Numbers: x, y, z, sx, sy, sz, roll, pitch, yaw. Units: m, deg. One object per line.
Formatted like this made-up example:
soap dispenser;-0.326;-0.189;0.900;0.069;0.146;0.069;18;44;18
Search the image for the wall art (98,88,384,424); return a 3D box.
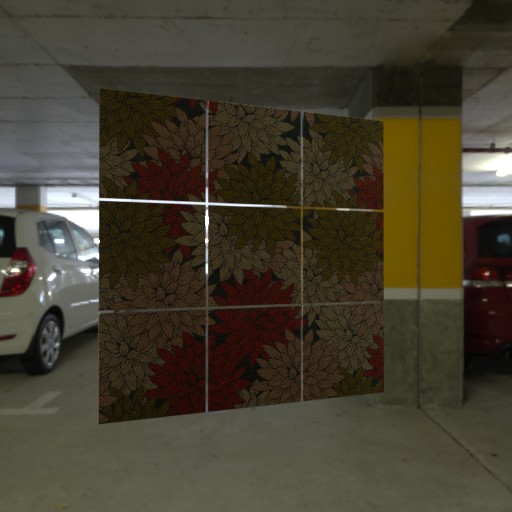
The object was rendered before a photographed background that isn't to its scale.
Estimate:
wall art;0.000;0.000;1.353;0.904;0.913;0.013;0;0;-19
